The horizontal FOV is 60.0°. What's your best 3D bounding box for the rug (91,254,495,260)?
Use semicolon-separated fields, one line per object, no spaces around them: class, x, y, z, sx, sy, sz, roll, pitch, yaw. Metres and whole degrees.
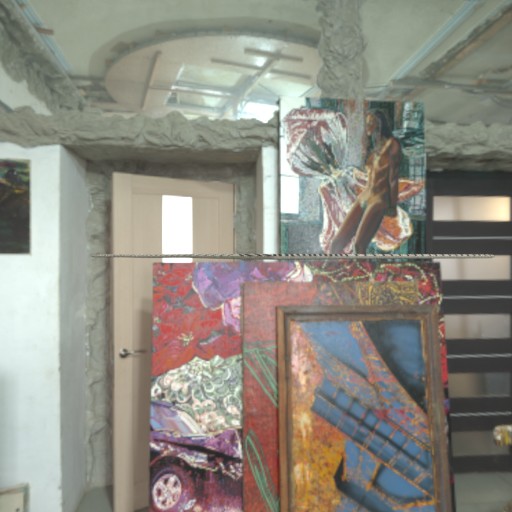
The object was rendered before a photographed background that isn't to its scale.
rug;0.000;0.000;2.978;1.539;0.023;2.406;0;0;-35
